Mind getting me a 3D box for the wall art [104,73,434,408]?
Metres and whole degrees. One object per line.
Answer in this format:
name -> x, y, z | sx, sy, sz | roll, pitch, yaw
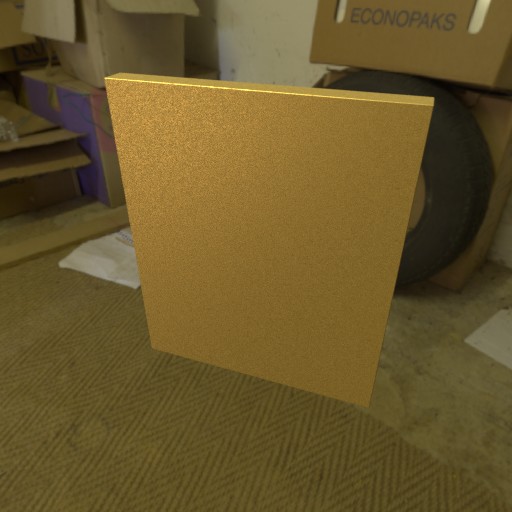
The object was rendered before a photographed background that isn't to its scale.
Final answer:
wall art -> 0.000, 0.000, 0.879 | 0.537, 0.642, 0.048 | 11, 35, 16
